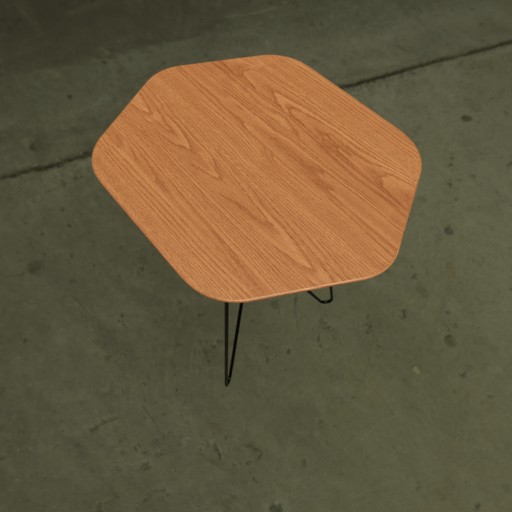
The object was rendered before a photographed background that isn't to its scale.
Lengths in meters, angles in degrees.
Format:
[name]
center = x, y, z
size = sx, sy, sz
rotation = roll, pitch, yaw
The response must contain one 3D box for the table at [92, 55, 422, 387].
[table]
center = 0.000, 0.000, 0.881
size = 0.400, 0.562, 0.500
rotation = -35, 65, -20
